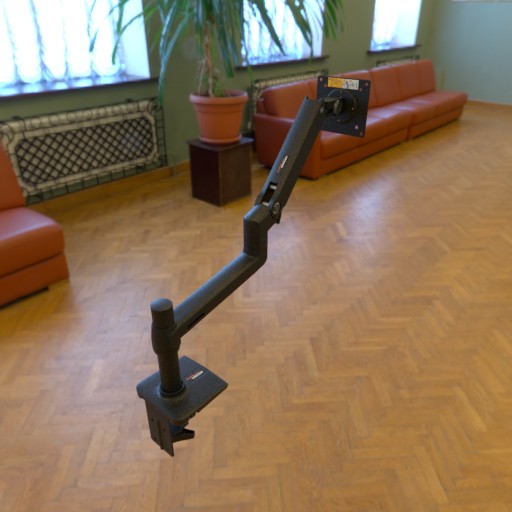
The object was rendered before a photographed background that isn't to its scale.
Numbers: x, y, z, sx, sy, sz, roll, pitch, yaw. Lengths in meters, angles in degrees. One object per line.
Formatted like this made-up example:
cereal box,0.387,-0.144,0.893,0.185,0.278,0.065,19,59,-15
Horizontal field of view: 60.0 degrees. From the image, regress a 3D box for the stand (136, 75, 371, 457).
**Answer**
stand,0.000,0.000,1.027,0.152,0.713,0.650,22,36,35
